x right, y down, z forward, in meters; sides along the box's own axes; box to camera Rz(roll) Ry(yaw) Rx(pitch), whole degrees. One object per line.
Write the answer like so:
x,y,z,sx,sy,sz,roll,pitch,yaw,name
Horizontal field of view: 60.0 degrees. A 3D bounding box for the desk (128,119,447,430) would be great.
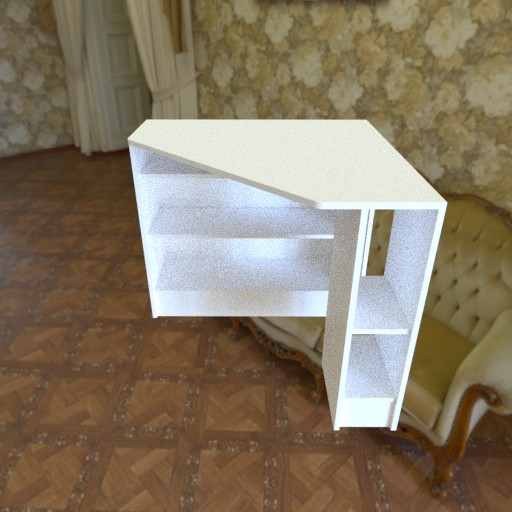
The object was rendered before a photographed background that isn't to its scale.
0.000,0.000,1.689,0.940,0.818,0.926,0,29,0,desk
